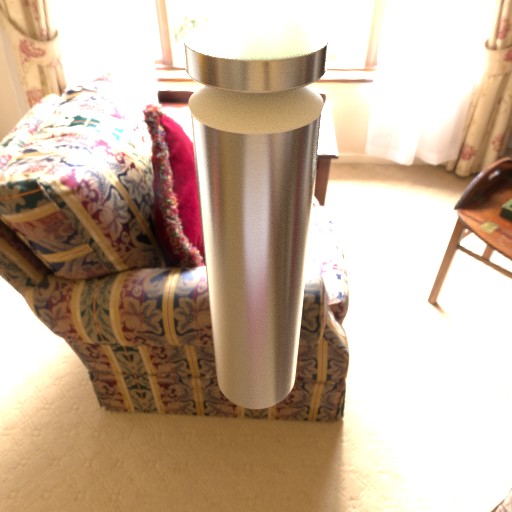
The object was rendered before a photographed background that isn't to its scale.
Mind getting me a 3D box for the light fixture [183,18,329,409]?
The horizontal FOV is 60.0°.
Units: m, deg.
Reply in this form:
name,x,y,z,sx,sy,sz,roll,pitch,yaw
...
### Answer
name,x,y,z,sx,sy,sz,roll,pitch,yaw
light fixture,0.000,0.000,0.437,0.102,0.400,0.102,-26,48,-27
